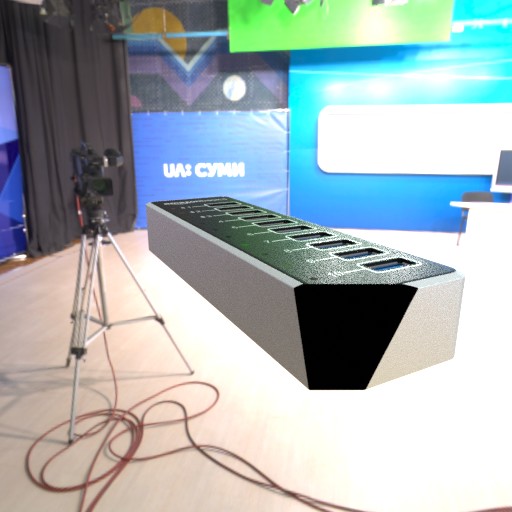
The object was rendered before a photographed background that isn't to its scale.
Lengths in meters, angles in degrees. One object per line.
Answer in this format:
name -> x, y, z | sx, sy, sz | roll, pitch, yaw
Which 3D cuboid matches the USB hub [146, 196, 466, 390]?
USB hub -> 0.000, 0.000, 0.163 | 0.044, 0.023, 0.145 | -9, 18, -27
